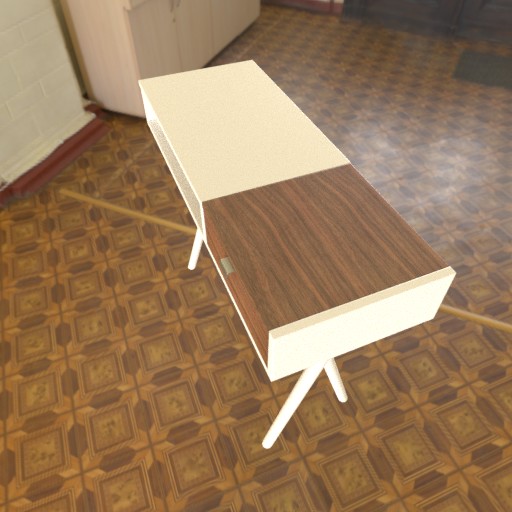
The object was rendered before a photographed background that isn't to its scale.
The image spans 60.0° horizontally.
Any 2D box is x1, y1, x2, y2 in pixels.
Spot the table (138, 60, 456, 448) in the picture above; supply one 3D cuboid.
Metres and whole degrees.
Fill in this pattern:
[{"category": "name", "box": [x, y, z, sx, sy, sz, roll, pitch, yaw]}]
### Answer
[{"category": "table", "box": [0.000, 0.000, 1.444, 0.418, 0.785, 1.066, -17, 49, -15]}]
